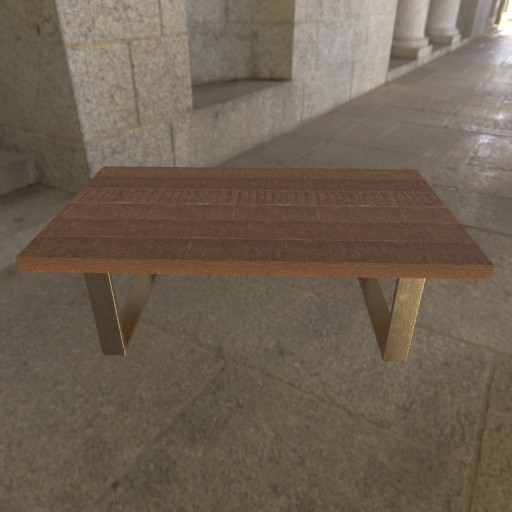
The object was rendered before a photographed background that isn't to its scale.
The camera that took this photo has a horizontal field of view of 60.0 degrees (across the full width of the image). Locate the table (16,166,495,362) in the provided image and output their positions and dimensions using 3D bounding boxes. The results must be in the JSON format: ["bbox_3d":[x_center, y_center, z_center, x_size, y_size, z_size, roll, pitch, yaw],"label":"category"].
[{"bbox_3d":[0.000,0.000,1.747,1.400,0.440,0.800,1,31,2],"label":"table"}]
